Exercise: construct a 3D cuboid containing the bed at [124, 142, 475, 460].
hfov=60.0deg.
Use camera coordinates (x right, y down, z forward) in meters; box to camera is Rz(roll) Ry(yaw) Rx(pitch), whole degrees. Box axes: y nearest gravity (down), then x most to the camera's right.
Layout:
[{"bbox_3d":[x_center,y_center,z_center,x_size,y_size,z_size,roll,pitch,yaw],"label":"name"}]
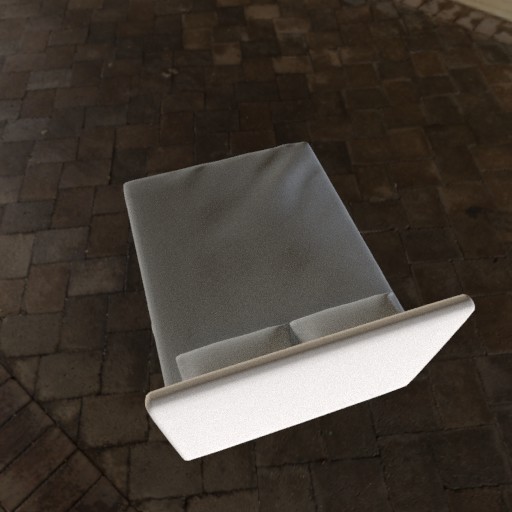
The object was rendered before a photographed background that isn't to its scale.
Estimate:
[{"bbox_3d":[0.000,0.000,3.176,1.748,1.330,2.142,-15,57,-10],"label":"bed"}]
